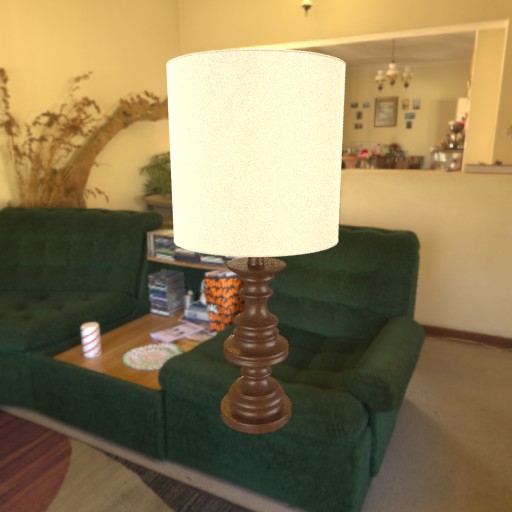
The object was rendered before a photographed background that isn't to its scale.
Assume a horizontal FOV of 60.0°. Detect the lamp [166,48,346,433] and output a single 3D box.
[{"bbox_3d":[0.000,0.000,0.576,0.208,0.455,0.208,2,14,9],"label":"lamp"}]
